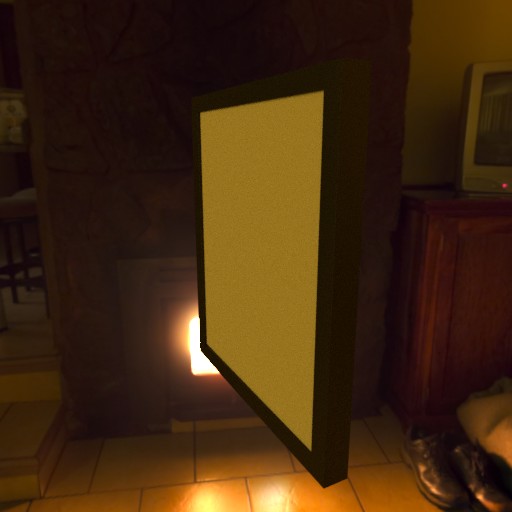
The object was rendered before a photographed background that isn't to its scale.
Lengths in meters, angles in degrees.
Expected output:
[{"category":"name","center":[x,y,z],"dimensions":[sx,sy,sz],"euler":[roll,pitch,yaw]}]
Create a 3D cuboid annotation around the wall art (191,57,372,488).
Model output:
[{"category":"wall art","center":[0.000,0.000,0.524],"dimensions":[0.029,0.381,0.330],"euler":[-7,16,-27]}]
